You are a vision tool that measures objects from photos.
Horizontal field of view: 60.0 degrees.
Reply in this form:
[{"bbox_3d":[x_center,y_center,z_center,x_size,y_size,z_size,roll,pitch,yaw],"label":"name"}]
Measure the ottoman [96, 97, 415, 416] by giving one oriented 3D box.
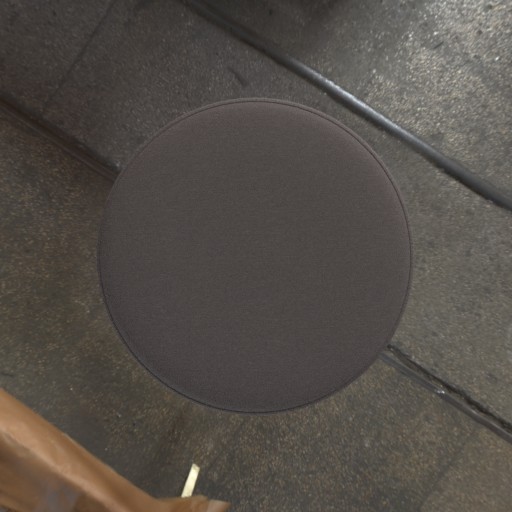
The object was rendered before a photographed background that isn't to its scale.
[{"bbox_3d":[0.000,0.000,1.001,0.608,0.433,0.608,0,91,1],"label":"ottoman"}]
